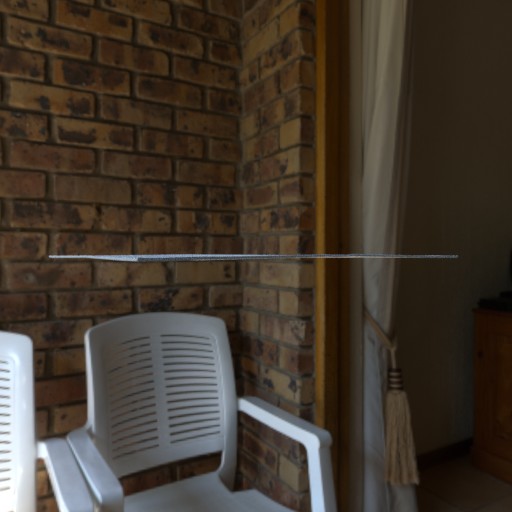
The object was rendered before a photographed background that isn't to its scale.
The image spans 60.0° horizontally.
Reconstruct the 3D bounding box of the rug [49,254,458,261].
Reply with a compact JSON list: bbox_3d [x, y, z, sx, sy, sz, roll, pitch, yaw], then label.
[{"bbox_3d":[0.000,0.000,3.065,2.338,0.030,1.616,0,0,-36],"label":"rug"}]
